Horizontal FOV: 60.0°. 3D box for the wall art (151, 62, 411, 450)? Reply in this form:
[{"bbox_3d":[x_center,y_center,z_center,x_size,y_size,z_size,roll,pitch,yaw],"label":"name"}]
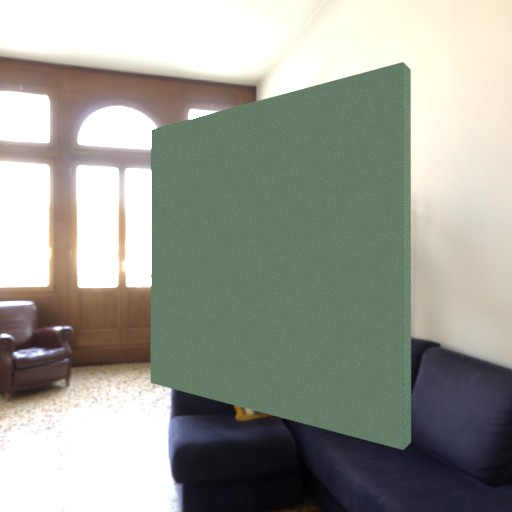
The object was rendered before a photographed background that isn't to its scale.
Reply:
[{"bbox_3d":[0.000,0.000,0.884,0.603,0.603,0.036,0,0,37],"label":"wall art"}]
